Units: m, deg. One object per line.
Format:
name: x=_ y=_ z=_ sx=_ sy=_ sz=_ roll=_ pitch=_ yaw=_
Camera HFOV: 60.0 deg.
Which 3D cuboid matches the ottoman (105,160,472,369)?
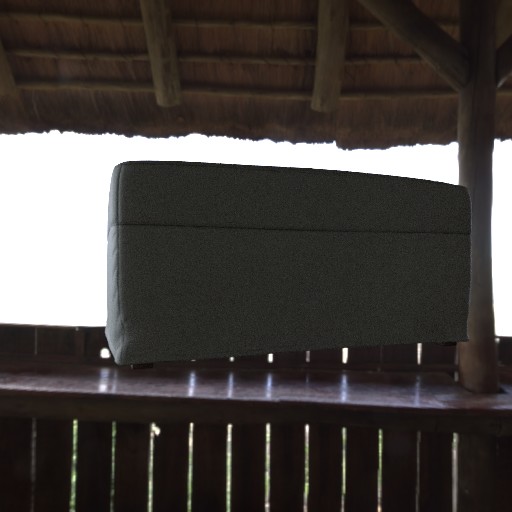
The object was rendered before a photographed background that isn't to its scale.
ottoman: x=0.000 y=0.000 z=1.310 sx=0.842 sy=0.441 sz=0.843 roll=0 pitch=-1 yaw=-19
